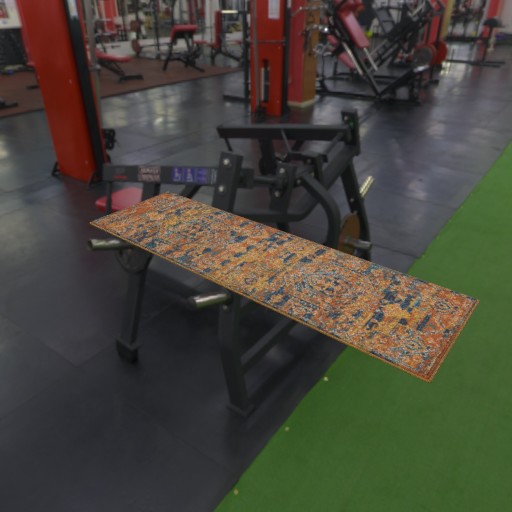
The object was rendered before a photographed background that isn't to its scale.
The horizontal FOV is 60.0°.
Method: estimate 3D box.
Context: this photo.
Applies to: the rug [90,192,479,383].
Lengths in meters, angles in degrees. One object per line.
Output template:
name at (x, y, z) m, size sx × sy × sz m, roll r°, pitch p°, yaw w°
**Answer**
rug at (0.000, 0.000, 2.051) m, size 1.820 × 0.013 × 0.556 m, roll 22°, pitch 37°, yaw 32°
